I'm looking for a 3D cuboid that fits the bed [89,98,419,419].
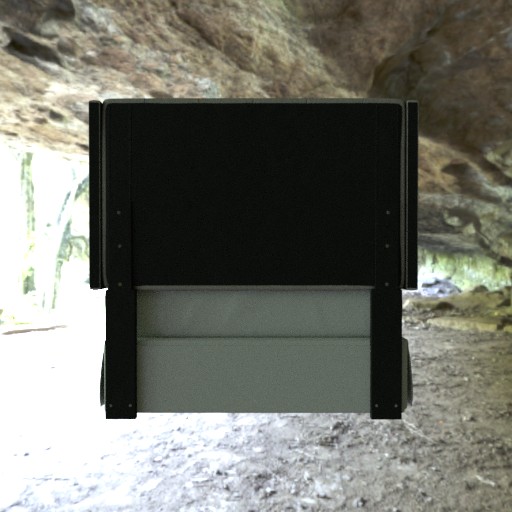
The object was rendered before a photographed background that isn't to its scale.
[{"bbox_3d":[0.000,0.000,3.308,1.719,1.665,2.066,0,1,0],"label":"bed"}]
